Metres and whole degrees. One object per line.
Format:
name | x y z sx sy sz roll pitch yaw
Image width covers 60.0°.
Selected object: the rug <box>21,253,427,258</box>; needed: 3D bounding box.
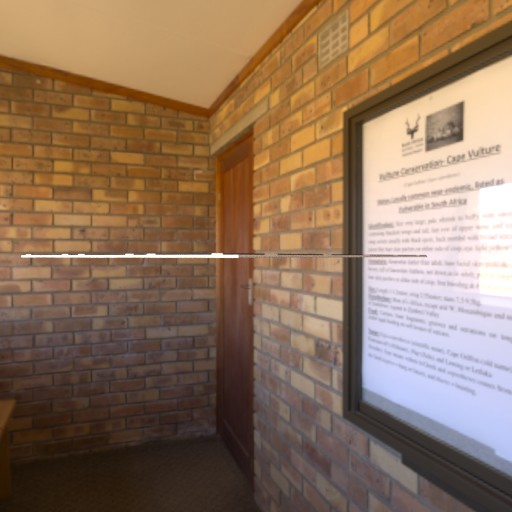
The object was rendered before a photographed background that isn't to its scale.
rug | 0.000 0.000 2.917 1.555 0.016 2.286 0 0 37
